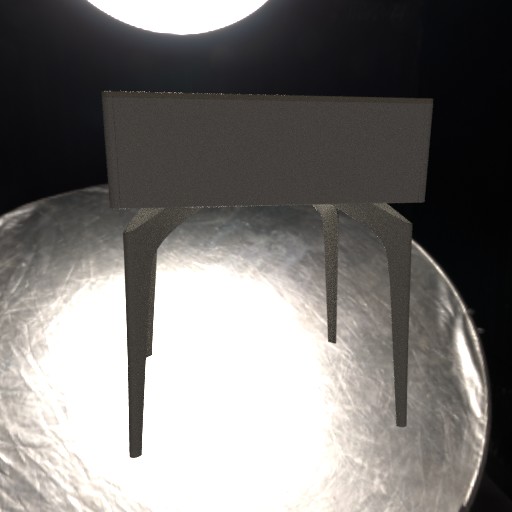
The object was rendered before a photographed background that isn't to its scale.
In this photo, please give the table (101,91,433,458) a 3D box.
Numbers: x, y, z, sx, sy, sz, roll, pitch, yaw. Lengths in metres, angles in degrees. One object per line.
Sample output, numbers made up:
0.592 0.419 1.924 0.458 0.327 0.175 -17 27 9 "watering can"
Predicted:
0.000 0.000 0.894 0.500 0.570 0.400 -2 13 -10 "table"
